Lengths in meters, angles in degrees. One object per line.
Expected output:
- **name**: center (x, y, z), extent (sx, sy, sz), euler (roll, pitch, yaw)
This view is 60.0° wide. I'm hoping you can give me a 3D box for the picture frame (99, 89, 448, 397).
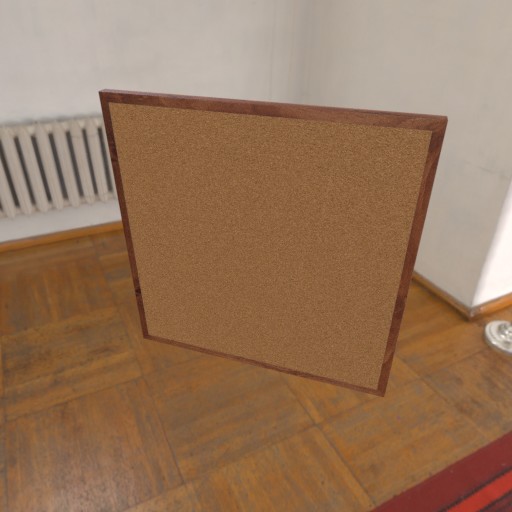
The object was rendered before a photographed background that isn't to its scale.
- **picture frame**: center (0.000, 0.000, 1.213), extent (0.810, 0.817, 0.029), euler (10, 34, 15)
